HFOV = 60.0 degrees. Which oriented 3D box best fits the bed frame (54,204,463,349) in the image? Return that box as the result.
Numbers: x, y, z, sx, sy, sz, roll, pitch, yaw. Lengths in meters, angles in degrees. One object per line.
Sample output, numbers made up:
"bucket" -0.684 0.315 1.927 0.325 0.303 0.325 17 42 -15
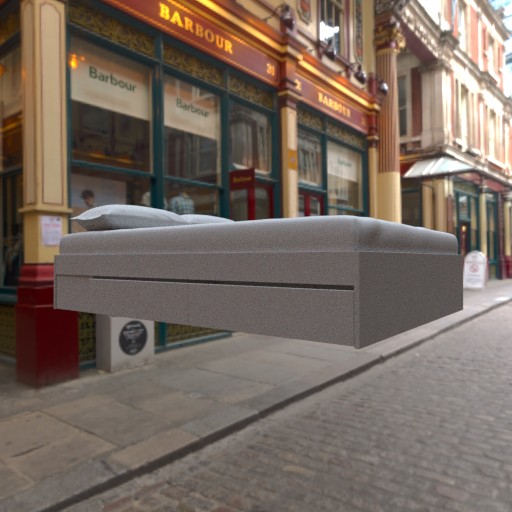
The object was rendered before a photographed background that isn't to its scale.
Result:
"bed frame" 0.000 0.000 2.614 1.950 0.629 1.450 0 -1 37
